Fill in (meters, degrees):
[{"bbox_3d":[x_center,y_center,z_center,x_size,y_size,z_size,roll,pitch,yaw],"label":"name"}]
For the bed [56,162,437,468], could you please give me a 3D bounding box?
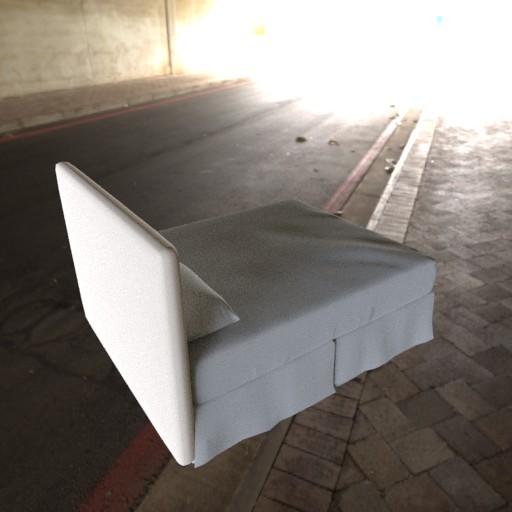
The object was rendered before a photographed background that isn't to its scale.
[{"bbox_3d":[0.000,0.000,3.172,2.142,1.330,1.748,-18,32,-31],"label":"bed"}]
